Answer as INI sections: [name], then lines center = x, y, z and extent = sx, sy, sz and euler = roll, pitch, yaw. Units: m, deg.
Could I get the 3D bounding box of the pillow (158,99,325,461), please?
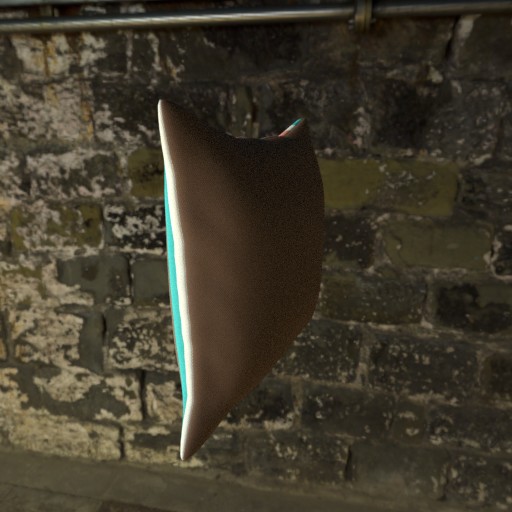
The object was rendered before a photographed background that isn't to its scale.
[pillow]
center = 0.000, 0.000, 0.711
extent = 0.168, 0.443, 0.453
euler = 7, 16, 24
